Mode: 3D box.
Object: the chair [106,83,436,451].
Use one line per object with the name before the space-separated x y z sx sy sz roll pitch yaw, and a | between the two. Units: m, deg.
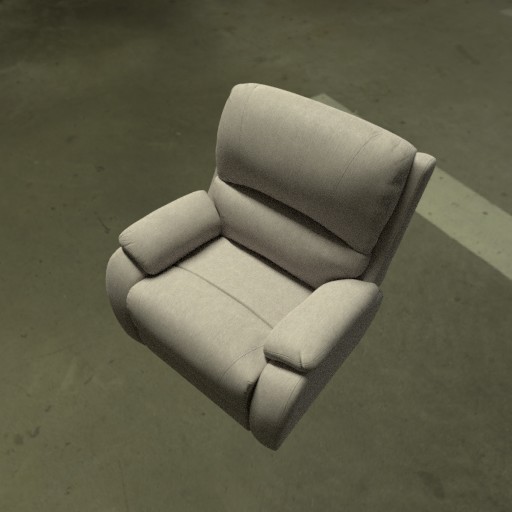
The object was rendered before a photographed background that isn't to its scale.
chair | 0.000 0.000 1.730 0.930 1.011 0.899 31 54 25
